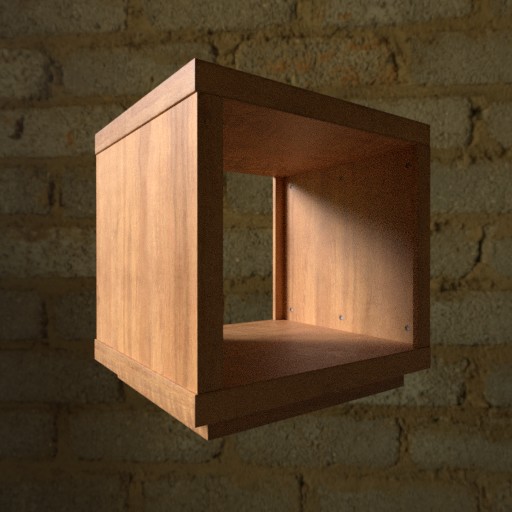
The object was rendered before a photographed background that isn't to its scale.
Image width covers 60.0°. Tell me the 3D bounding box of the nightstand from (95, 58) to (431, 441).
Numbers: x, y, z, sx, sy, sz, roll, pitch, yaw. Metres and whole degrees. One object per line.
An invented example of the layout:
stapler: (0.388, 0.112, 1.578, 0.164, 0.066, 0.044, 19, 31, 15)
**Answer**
nightstand: (0.000, 0.000, 0.862, 0.493, 0.491, 0.436, 0, 0, -35)
